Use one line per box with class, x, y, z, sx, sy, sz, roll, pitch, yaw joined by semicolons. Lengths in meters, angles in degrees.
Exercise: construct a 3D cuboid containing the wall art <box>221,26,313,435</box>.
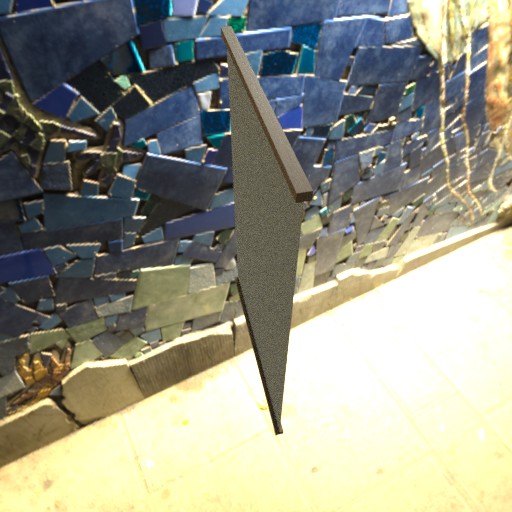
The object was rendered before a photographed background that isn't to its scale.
wall art;0.000;0.000;1.289;0.027;1.020;0.669;-10;49;-9
